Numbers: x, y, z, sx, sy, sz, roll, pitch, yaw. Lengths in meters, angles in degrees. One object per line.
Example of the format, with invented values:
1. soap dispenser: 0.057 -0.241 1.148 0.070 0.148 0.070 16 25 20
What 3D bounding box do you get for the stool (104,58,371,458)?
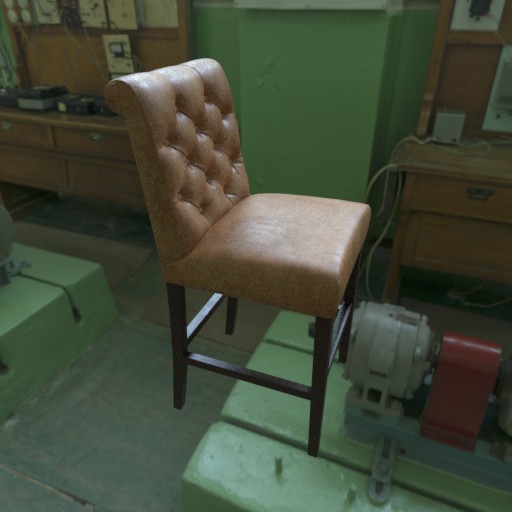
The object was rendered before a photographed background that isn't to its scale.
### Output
1. stool: 0.000 0.000 1.347 0.601 1.047 0.493 11 32 19
